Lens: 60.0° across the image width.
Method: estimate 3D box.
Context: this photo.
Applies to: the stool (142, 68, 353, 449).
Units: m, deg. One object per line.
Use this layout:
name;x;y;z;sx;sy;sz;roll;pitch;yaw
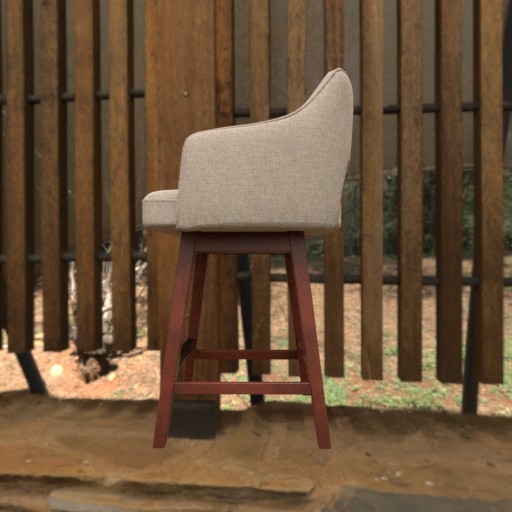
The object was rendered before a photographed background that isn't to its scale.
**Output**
stool;0.000;0.000;1.309;0.558;0.944;0.599;0;0;0
